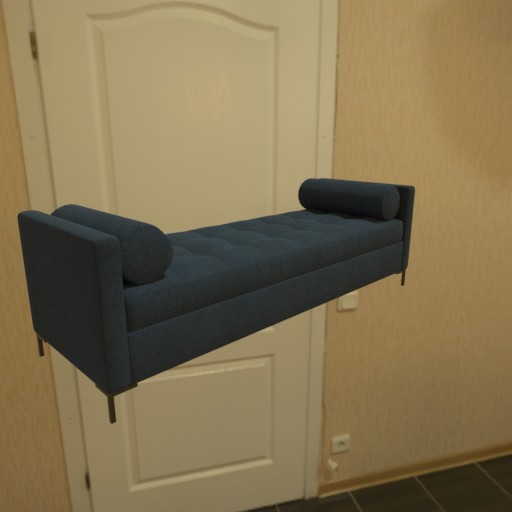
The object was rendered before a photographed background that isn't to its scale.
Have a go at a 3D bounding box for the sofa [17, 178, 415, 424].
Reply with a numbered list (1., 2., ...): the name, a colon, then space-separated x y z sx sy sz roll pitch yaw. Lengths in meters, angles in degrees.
1. sofa: 0.000 0.000 2.255 1.981 0.635 0.686 -15 21 -42
